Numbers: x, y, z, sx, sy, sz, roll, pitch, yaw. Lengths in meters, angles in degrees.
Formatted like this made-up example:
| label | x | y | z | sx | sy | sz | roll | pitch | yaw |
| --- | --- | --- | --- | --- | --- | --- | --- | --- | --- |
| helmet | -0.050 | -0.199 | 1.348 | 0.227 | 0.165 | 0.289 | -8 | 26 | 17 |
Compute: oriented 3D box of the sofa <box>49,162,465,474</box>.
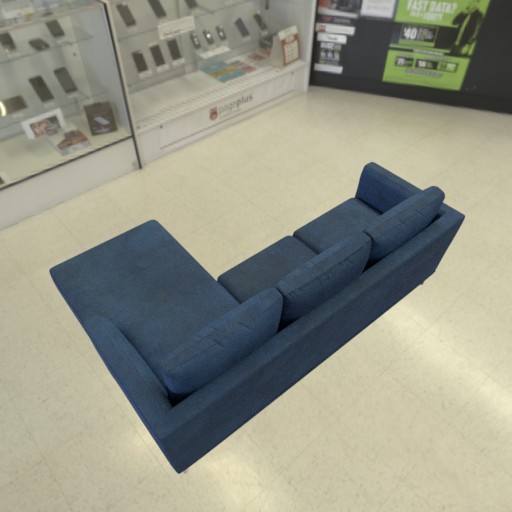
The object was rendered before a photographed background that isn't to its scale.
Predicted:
| label | x | y | z | sx | sy | sz | roll | pitch | yaw |
| --- | --- | --- | --- | --- | --- | --- | --- | --- | --- |
| sofa | 0.000 | 0.000 | 3.142 | 2.438 | 0.987 | 1.622 | -31 | 54 | -26 |
